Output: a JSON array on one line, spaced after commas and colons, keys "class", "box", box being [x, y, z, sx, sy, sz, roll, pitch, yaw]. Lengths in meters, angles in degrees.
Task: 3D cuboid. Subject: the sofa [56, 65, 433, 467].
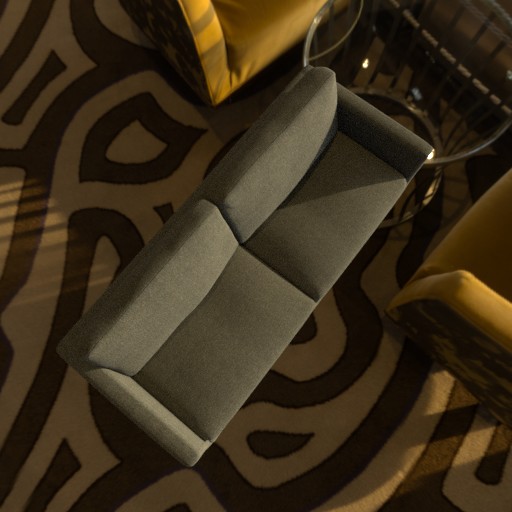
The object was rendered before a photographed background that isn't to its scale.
[{"class": "sofa", "box": [0.000, 0.000, 2.674, 0.948, 0.965, 2.208, 37, 78, 9]}]
